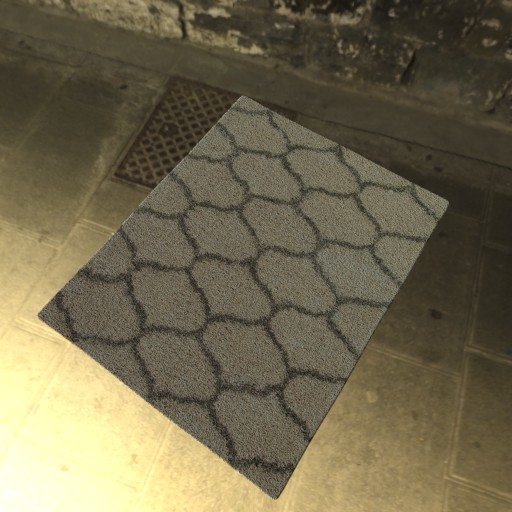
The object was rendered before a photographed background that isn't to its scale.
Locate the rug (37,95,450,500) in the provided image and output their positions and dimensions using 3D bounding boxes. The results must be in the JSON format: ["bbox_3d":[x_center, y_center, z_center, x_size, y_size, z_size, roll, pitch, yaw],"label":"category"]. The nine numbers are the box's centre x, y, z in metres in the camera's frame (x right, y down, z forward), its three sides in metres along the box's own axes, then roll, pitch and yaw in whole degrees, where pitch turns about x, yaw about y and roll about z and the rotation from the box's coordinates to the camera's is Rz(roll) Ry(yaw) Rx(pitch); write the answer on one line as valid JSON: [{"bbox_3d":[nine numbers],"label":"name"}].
[{"bbox_3d":[0.000,0.000,3.930,2.399,0.026,3.000,32,68,14],"label":"rug"}]
